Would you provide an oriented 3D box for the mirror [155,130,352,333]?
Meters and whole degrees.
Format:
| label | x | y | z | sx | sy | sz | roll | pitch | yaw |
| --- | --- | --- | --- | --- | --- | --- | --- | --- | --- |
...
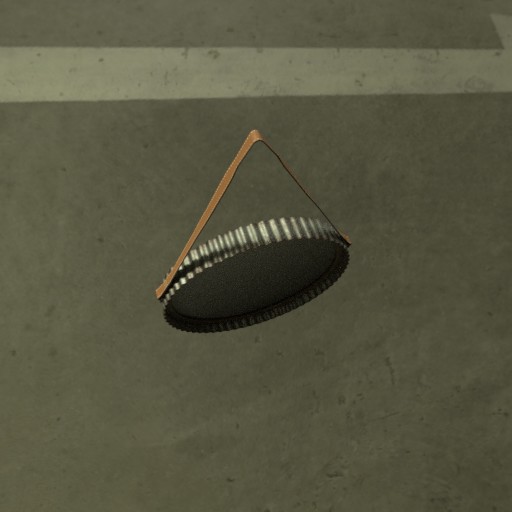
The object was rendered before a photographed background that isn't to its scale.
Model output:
| label | x | y | z | sx | sy | sz | roll | pitch | yaw |
| --- | --- | --- | --- | --- | --- | --- | --- | --- | --- |
| mirror | 0.000 | 0.000 | 0.731 | 0.355 | 0.568 | 0.042 | -16 | 64 | -8 |
